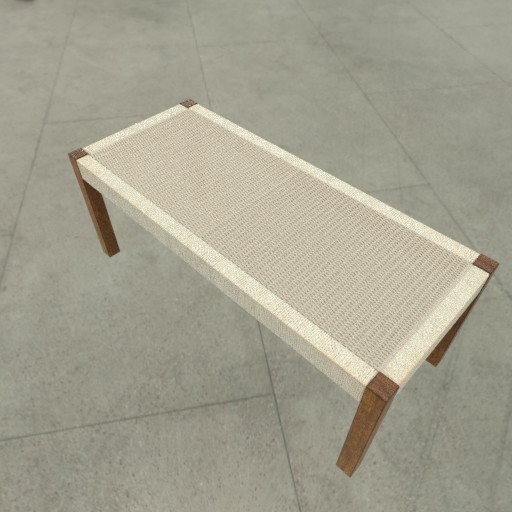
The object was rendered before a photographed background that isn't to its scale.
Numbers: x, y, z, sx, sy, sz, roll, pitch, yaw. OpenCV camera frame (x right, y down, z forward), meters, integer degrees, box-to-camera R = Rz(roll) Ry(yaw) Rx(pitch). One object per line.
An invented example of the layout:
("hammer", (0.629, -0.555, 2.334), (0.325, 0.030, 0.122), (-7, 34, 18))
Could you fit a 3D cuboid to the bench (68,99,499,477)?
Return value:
("bench", (0.000, 0.000, 1.429), (1.198, 0.457, 0.507), (36, 56, 28))
